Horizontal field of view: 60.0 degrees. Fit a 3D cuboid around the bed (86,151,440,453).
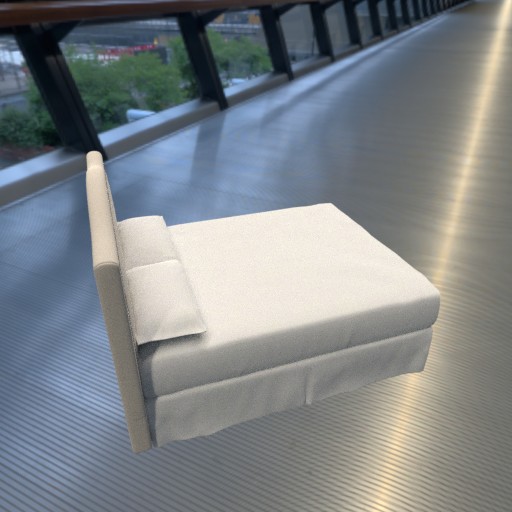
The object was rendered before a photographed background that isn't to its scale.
[{"bbox_3d":[0.000,0.000,3.269,2.143,1.460,1.753,-10,32,-17],"label":"bed"}]
